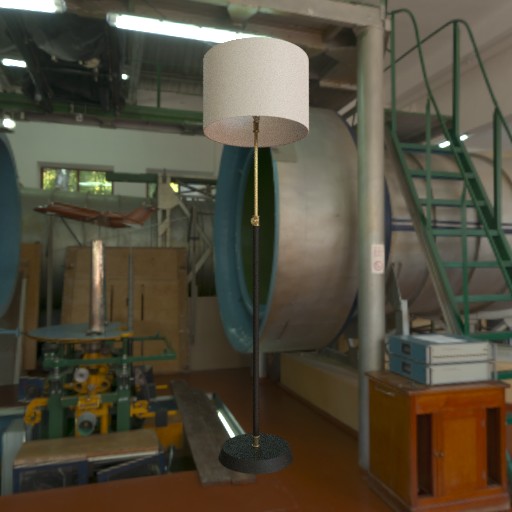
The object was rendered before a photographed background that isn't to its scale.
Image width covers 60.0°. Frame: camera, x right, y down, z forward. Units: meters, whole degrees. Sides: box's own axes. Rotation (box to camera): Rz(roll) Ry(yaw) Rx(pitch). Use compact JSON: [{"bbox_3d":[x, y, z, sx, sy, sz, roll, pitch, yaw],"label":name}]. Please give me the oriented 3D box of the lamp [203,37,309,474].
[{"bbox_3d":[0.000,0.000,1.694,0.404,1.517,0.404,0,-1,18],"label":"lamp"}]
